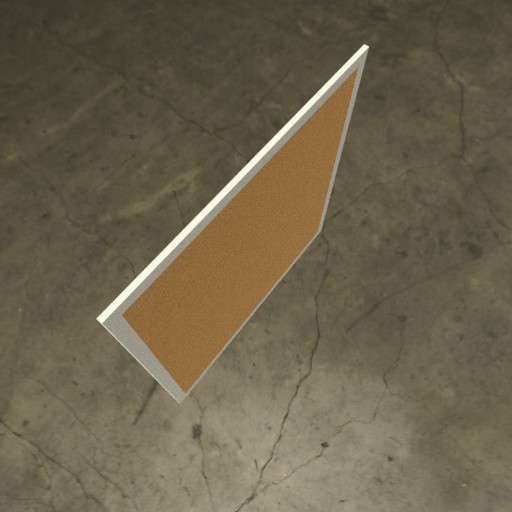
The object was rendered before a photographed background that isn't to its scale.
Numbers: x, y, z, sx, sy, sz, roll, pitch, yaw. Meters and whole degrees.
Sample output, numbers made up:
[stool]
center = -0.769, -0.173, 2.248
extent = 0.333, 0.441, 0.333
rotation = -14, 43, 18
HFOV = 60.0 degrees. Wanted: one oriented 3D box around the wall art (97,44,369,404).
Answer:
[wall art]
center = 0.000, 0.000, 1.208
extent = 0.013, 0.813, 0.812
rotation = 34, 68, 16
